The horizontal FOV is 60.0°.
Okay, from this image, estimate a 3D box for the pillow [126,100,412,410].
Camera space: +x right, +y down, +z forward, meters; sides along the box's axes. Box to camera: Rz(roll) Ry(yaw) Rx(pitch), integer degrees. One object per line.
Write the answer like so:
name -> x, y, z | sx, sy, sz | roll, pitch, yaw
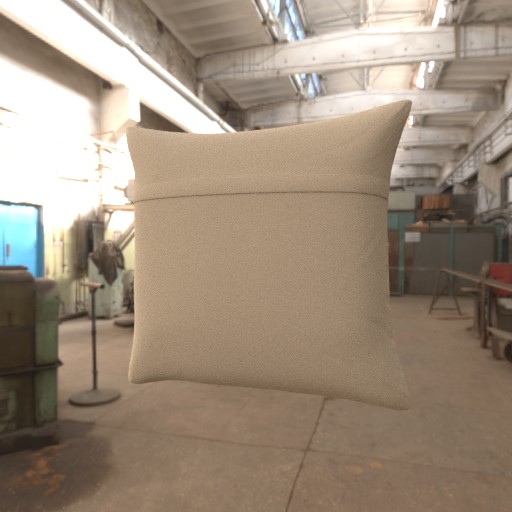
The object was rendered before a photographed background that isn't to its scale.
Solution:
pillow -> 0.000, 0.000, 0.757 | 0.501, 0.477, 0.192 | 0, 1, 18
